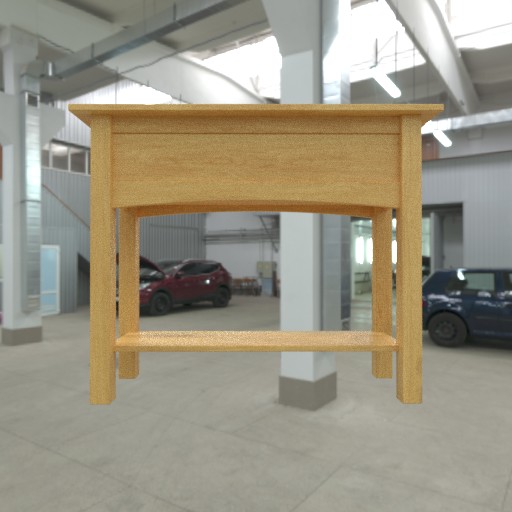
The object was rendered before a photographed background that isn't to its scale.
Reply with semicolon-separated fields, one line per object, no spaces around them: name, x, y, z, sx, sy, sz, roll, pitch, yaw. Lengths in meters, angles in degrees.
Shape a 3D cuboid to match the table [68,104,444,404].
table;0.000;0.000;1.228;0.900;0.728;0.340;0;0;0
